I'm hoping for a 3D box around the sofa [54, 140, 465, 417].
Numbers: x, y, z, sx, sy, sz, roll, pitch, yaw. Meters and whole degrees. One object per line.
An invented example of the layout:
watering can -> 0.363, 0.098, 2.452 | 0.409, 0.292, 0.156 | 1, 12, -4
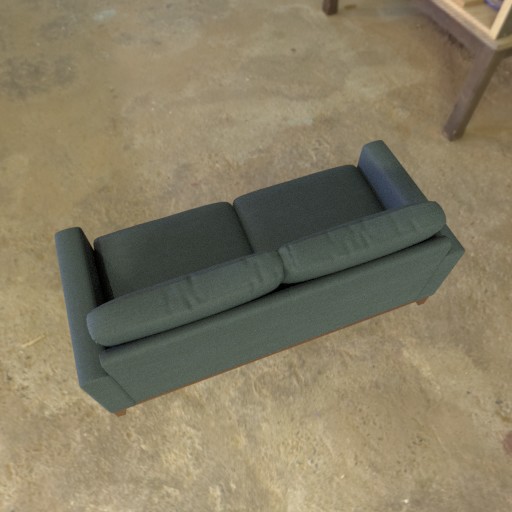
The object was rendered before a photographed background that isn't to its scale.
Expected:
sofa -> 0.000, 0.000, 2.362 | 1.900, 0.865, 0.877 | -18, 60, -11
